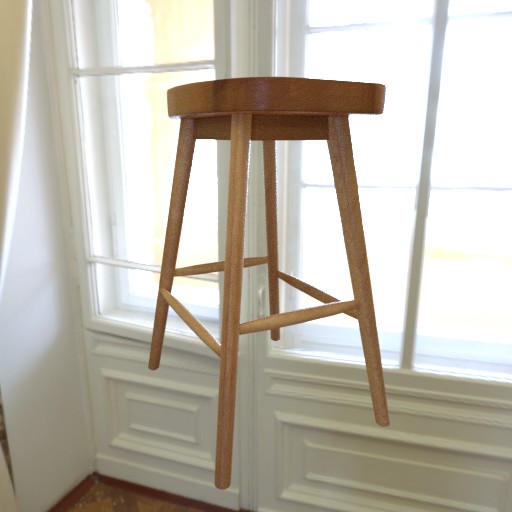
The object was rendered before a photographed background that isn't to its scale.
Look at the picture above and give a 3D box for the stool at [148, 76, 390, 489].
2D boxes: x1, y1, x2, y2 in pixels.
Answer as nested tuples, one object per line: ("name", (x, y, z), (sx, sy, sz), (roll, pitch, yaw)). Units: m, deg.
("stool", (0.000, 0.000, 0.876), (0.361, 0.615, 0.440), (-8, 17, -27))
